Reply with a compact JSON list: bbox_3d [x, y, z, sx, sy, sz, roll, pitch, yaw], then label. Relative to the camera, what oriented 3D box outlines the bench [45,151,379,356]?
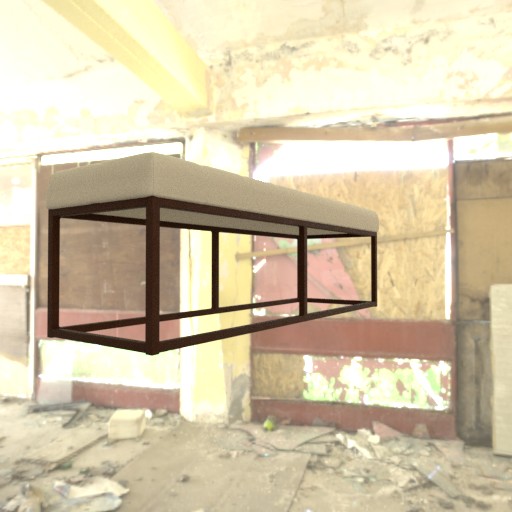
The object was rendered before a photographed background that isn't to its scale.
[{"bbox_3d":[0.000,0.000,1.753,0.479,0.488,1.488,-1,-1,35],"label":"bench"}]
